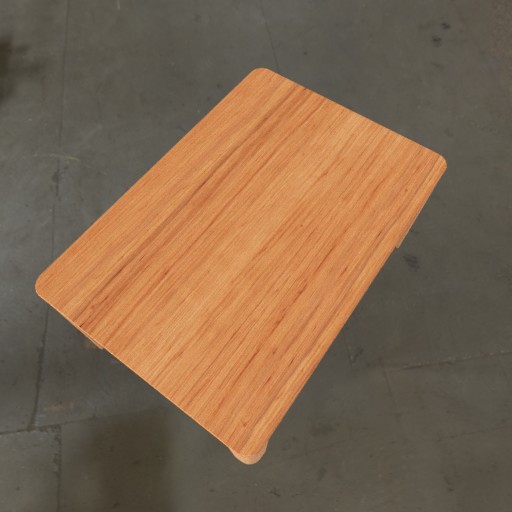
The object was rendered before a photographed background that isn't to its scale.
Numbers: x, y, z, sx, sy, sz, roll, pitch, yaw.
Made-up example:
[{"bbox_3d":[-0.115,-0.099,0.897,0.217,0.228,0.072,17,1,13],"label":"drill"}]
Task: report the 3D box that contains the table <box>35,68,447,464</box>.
[{"bbox_3d":[0.000,0.000,1.404,0.696,0.445,0.997,33,67,16],"label":"table"}]
